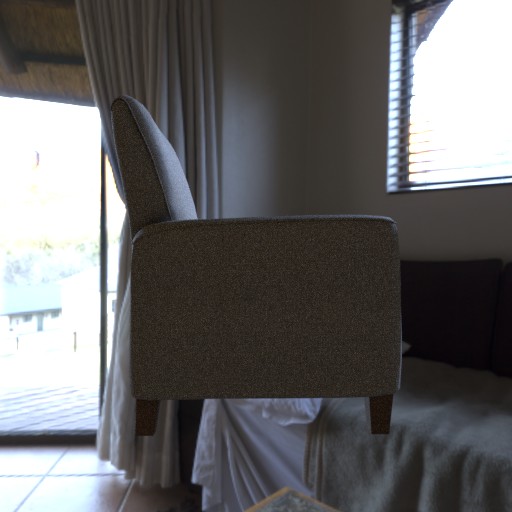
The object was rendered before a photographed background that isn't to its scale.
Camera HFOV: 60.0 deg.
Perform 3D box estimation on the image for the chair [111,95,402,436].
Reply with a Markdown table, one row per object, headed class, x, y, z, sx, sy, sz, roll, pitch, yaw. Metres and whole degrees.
| class | x | y | z | sx | sy | sz | roll | pitch | yaw |
| --- | --- | --- | --- | --- | --- | --- | --- | --- | --- |
| chair | 0.000 | 0.000 | 1.622 | 0.864 | 1.014 | 0.848 | 0 | 0 | -1 |
